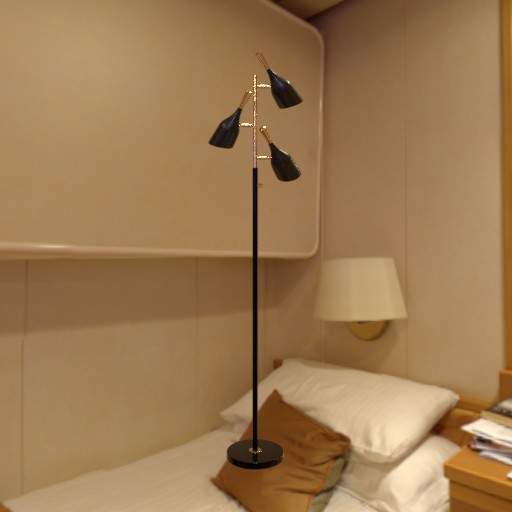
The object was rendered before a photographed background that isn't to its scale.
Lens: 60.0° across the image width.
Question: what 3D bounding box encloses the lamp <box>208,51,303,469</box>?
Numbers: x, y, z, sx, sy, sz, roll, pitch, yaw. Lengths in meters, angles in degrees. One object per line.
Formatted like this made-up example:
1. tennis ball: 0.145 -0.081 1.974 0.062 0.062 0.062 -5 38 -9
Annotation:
1. lamp: 0.000 0.000 1.979 0.434 1.778 0.253 0 -1 -1
